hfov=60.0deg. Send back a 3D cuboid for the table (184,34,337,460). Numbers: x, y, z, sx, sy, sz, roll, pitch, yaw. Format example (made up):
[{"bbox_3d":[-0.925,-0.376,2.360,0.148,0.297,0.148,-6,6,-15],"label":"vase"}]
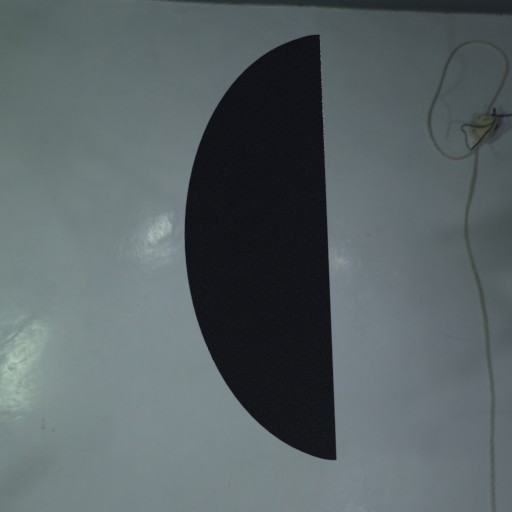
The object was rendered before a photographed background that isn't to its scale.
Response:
[{"bbox_3d":[0.000,0.000,1.600,0.394,0.780,1.219,0,75,0],"label":"table"}]
